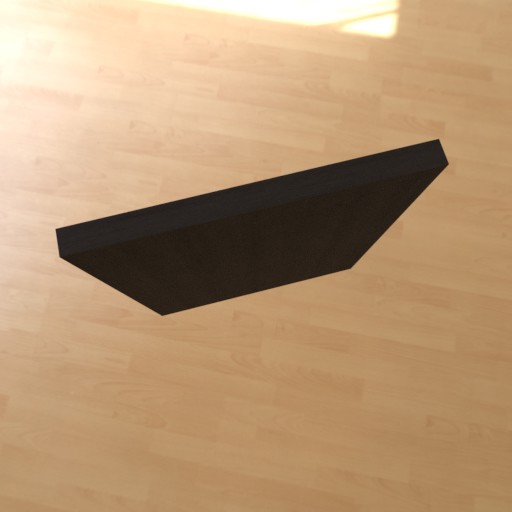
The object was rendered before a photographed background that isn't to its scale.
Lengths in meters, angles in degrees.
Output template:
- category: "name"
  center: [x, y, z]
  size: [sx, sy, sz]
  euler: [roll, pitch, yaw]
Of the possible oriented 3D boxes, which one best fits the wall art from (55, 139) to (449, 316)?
- category: "wall art"
  center: [0.000, 0.000, 0.773]
  size: [0.455, 0.552, 0.034]
  euler: [-14, 76, -4]
